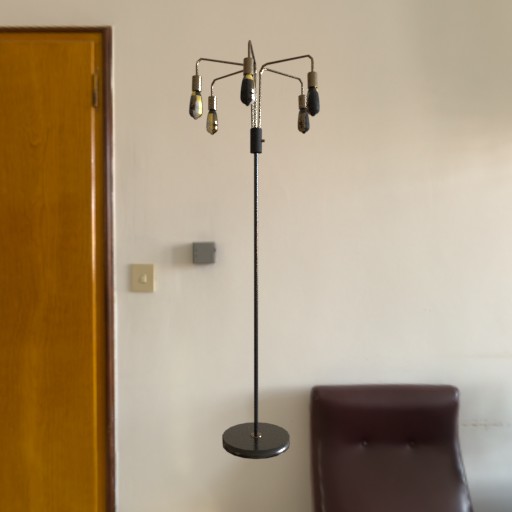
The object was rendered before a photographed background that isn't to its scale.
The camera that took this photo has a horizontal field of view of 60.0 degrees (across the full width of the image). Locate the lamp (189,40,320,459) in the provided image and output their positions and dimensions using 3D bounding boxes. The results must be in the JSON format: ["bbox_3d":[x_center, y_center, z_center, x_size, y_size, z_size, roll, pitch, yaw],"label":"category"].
[{"bbox_3d":[0.000,0.000,2.028,0.599,1.721,0.572,-1,1,-35],"label":"lamp"}]
